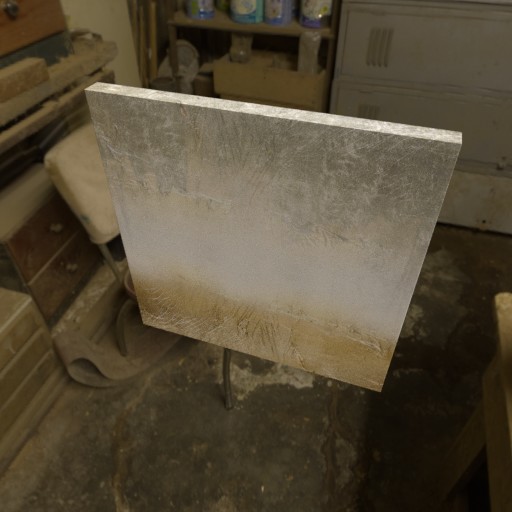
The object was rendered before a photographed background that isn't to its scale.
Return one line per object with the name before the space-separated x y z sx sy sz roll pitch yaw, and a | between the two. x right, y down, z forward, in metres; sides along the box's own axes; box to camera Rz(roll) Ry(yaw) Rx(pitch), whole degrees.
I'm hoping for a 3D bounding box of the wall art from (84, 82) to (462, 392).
wall art | 0.000 0.000 0.895 0.610 0.610 0.038 13 42 14
